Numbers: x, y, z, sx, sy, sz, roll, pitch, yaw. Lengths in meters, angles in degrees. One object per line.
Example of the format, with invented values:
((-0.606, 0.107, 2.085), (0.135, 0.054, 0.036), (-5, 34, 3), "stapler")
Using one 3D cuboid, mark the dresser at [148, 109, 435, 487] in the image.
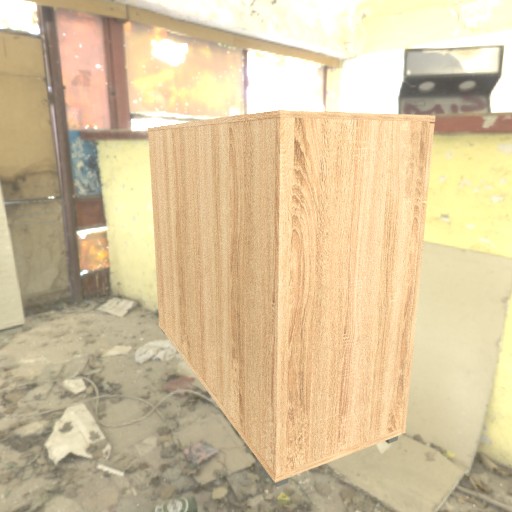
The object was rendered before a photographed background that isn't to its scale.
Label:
((0.000, 0.000, 1.565), (0.450, 0.900, 1.100), (-7, 16, -26), "dresser")
